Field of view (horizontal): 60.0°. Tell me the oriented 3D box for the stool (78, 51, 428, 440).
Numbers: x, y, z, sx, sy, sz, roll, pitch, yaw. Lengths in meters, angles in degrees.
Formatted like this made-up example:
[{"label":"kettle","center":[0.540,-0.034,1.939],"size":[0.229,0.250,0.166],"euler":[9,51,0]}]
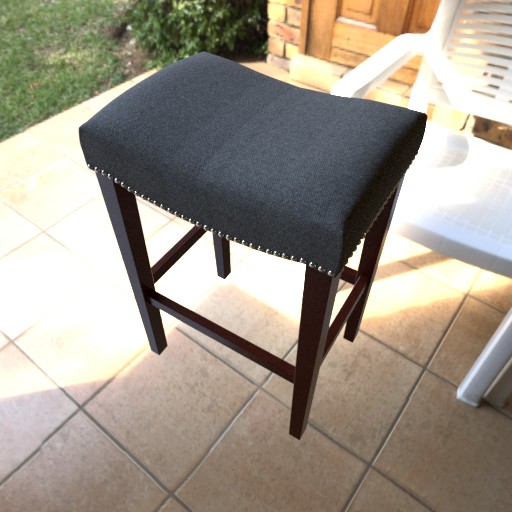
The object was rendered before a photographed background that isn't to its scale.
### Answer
[{"label":"stool","center":[0.000,0.000,1.013],"size":[0.504,0.742,0.372],"euler":[25,52,21]}]
